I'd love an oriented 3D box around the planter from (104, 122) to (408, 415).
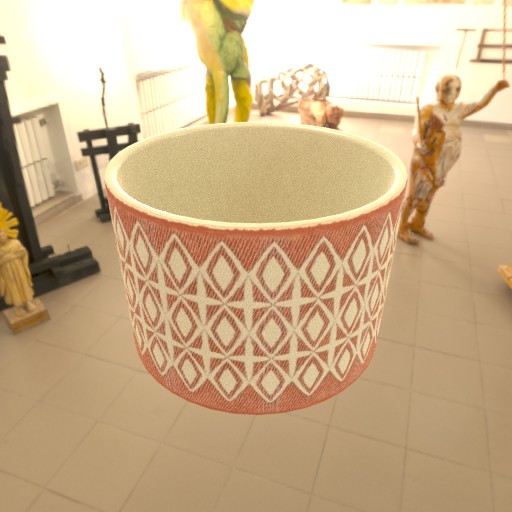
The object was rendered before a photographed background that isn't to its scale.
[{"bbox_3d":[0.000,0.000,0.329,0.192,0.148,0.192,0,31,0],"label":"planter"}]
